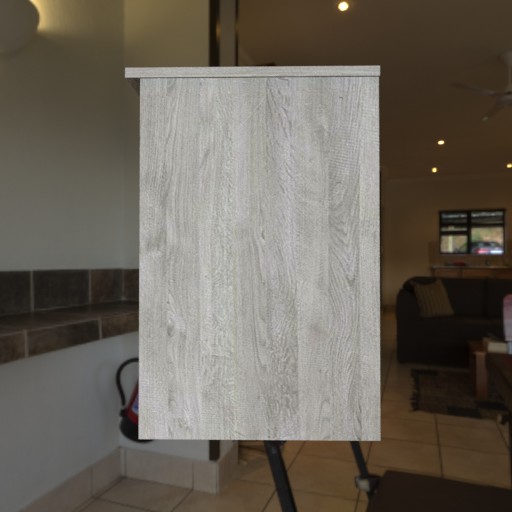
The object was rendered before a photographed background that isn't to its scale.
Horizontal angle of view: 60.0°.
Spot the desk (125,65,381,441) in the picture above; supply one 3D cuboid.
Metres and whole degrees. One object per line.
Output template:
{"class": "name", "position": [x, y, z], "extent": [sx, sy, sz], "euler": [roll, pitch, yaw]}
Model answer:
{"class": "desk", "position": [0.000, 0.000, 1.305], "extent": [0.498, 0.724, 0.893], "euler": [0, -1, 1]}
